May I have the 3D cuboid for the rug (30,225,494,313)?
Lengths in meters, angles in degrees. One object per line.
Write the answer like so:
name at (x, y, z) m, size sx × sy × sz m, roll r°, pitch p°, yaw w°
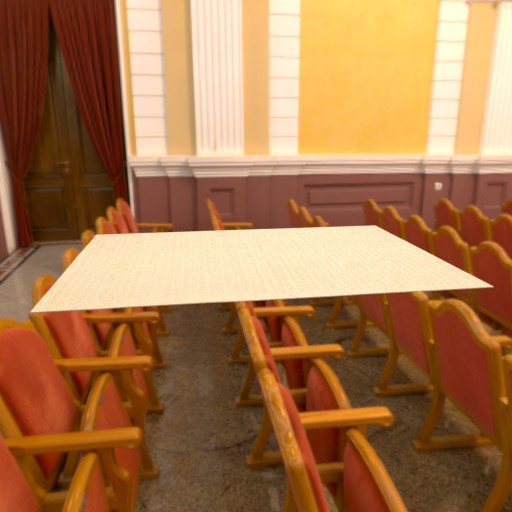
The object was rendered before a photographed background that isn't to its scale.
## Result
rug at (0.000, 0.000, 2.882) m, size 2.289 × 0.006 × 1.523 m, roll -2°, pitch 16°, yaw -8°
